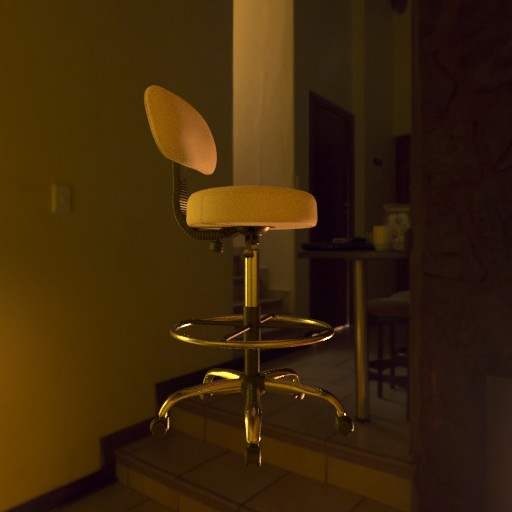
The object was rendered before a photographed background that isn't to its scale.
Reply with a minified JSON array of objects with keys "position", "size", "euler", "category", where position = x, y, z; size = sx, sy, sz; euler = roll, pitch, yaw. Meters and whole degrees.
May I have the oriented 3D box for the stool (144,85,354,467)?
[{"position":[0.000,0.000,1.425],"size":[0.616,1.080,0.609],"euler":[0,0,18],"category":"stool"}]
